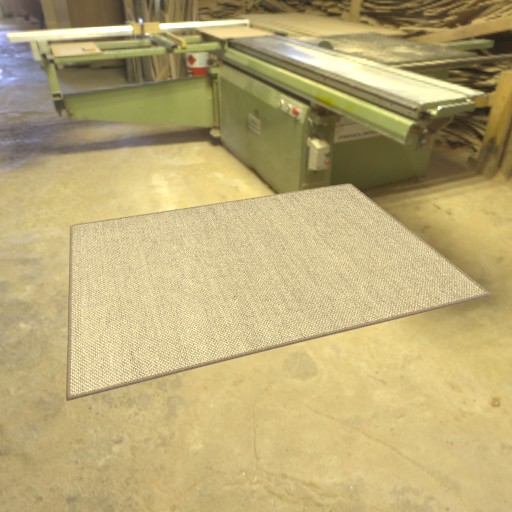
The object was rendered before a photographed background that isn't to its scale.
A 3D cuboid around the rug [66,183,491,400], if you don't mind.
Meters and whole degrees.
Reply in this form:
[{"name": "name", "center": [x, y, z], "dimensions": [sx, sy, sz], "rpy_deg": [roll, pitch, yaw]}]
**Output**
[{"name": "rug", "center": [0.000, 0.000, 2.653], "dimensions": [2.115, 0.013, 1.517], "rpy_deg": [-11, 35, -16]}]
